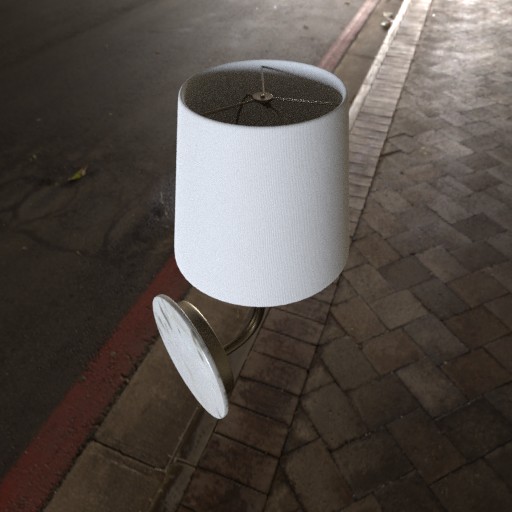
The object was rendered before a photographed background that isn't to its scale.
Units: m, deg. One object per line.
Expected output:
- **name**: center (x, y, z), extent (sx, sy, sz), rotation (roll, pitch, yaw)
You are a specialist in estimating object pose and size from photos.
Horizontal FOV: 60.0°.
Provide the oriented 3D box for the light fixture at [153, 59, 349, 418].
- **light fixture**: center (0.000, 0.000, 0.446), extent (0.188, 0.337, 0.168), rotation (-27, 49, -26)
